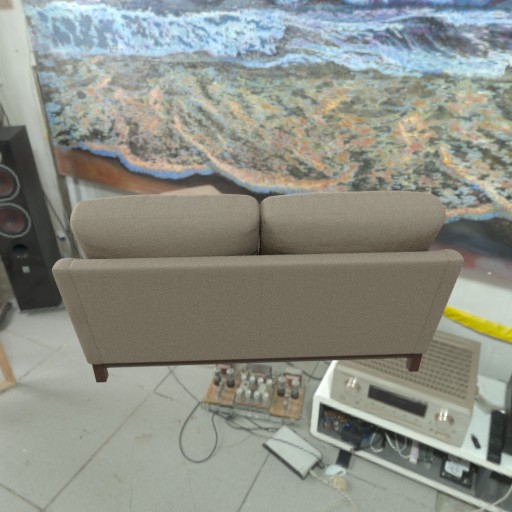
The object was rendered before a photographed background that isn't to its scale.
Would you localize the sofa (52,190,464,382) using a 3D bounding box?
[{"bbox_3d":[0.000,0.000,2.243,1.619,0.910,1.004,-1,30,-2],"label":"sofa"}]
